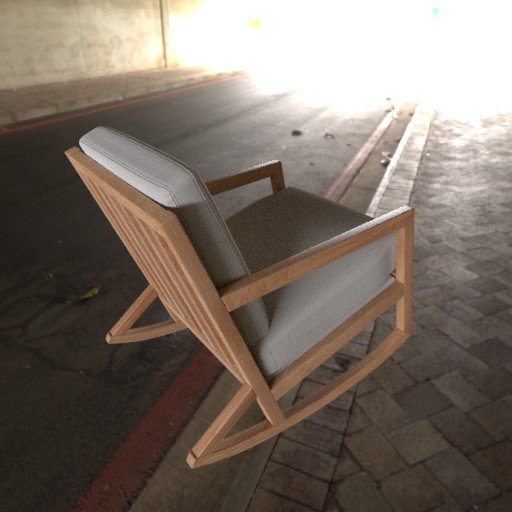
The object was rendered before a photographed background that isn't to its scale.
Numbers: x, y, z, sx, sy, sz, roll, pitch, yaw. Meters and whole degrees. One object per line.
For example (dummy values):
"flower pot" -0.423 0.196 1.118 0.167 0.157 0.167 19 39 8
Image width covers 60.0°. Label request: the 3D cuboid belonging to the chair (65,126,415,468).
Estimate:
"chair" 0.000 0.000 1.372 0.857 0.790 0.622 -18 33 -31
